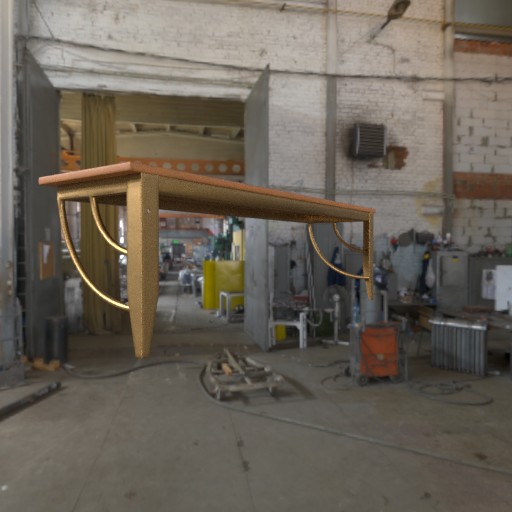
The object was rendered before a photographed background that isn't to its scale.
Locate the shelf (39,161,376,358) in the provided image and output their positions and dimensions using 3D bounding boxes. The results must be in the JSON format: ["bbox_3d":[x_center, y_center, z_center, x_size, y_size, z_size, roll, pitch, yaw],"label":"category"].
[{"bbox_3d":[0.000,0.000,0.727,0.166,0.190,0.636,1,1,36],"label":"shelf"}]
